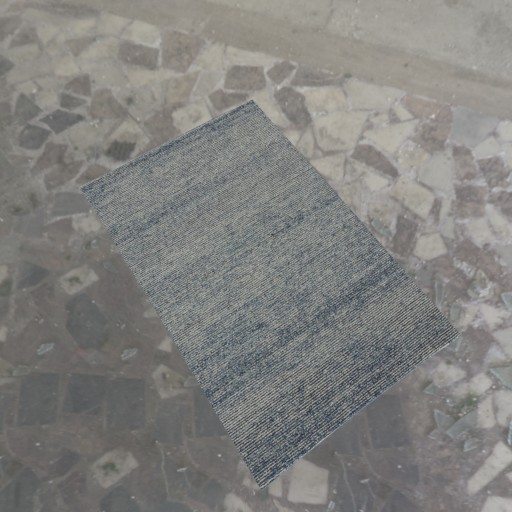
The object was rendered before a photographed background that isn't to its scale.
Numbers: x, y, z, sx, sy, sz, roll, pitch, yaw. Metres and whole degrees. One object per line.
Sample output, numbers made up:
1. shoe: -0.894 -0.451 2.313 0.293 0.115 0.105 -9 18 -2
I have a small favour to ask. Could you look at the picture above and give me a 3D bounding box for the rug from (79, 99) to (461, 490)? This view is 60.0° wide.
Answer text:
1. rug: 0.000 0.000 2.250 1.145 0.021 1.777 -31 69 -14
